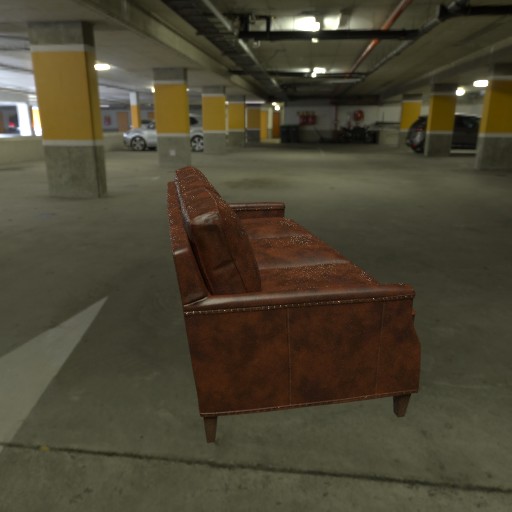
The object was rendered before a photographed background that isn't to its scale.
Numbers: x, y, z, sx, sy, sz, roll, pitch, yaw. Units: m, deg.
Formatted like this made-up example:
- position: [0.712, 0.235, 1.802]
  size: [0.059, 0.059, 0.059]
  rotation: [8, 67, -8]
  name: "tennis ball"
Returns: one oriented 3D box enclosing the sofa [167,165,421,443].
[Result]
- position: [0.000, 0.000, 2.839]
  size: [1.084, 1.003, 2.240]
  rotation: [-3, 17, -11]
  name: "sofa"
